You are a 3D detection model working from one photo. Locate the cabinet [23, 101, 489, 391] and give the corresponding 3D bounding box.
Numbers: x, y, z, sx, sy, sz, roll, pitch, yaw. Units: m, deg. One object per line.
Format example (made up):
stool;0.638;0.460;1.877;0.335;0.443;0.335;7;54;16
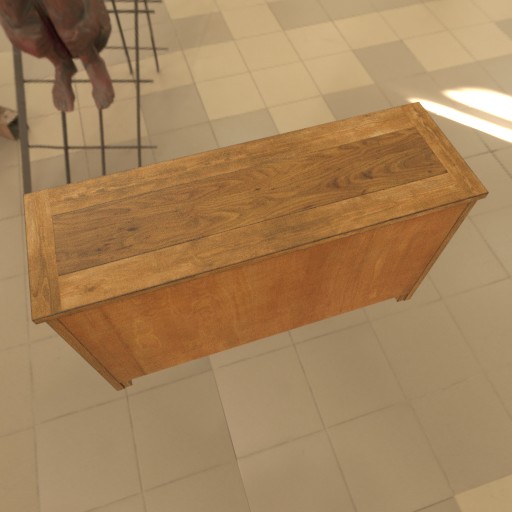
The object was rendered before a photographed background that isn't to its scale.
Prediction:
cabinet;0.000;0.000;1.820;1.474;0.813;0.480;-16;60;-9
